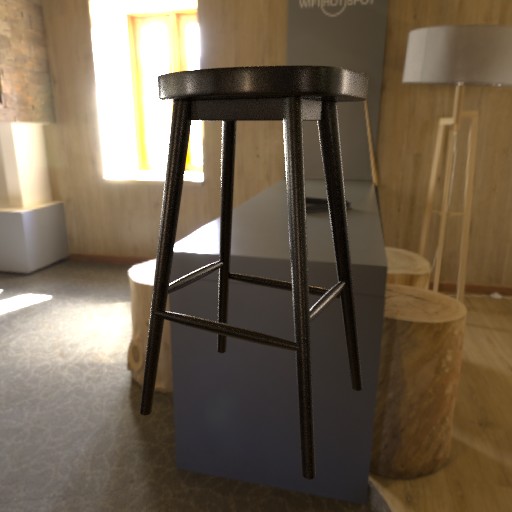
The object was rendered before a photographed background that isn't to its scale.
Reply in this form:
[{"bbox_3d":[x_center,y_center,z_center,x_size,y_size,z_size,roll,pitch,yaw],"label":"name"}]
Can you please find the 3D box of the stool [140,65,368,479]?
[{"bbox_3d":[0.000,0.000,0.991,0.440,0.749,0.361,9,19,27],"label":"stool"}]
